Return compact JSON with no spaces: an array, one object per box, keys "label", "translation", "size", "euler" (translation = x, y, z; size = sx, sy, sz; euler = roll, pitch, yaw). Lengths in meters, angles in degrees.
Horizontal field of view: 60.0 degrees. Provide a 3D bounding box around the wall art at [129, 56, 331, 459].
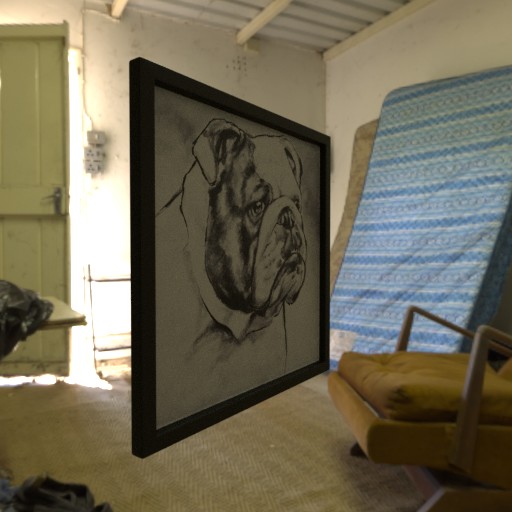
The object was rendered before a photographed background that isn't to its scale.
[{"label":"wall art","translation":[0.000,0.000,0.685],"size":[0.022,0.453,0.456],"euler":[1,2,37]}]
